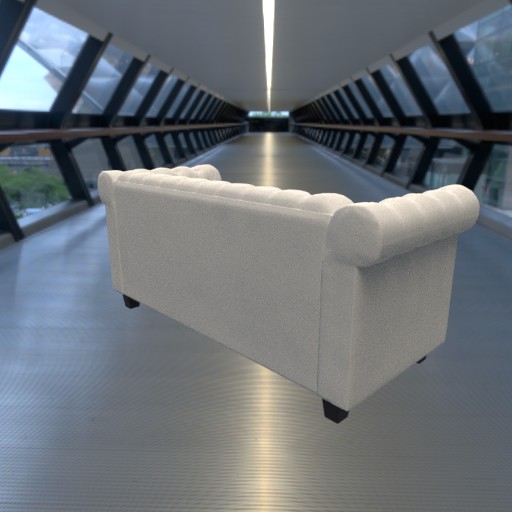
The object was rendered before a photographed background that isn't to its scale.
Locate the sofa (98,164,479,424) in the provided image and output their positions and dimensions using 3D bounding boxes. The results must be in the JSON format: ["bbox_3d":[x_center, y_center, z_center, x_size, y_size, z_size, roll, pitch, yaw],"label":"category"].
[{"bbox_3d":[0.000,0.000,2.202,0.771,0.796,1.798,-15,21,-42],"label":"sofa"}]
